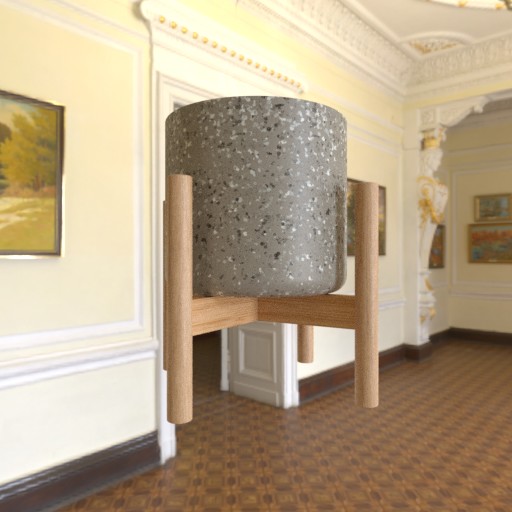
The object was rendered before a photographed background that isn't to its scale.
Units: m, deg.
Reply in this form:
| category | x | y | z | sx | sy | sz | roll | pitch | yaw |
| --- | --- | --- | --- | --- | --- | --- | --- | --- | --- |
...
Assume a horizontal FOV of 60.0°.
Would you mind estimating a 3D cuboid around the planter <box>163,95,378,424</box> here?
| category | x | y | z | sx | sy | sz | roll | pitch | yaw |
| --- | --- | --- | --- | --- | --- | --- | --- | --- | --- |
| planter | 0.000 | 0.000 | 0.553 | 0.284 | 0.320 | 0.284 | 0 | 0 | -35 |
